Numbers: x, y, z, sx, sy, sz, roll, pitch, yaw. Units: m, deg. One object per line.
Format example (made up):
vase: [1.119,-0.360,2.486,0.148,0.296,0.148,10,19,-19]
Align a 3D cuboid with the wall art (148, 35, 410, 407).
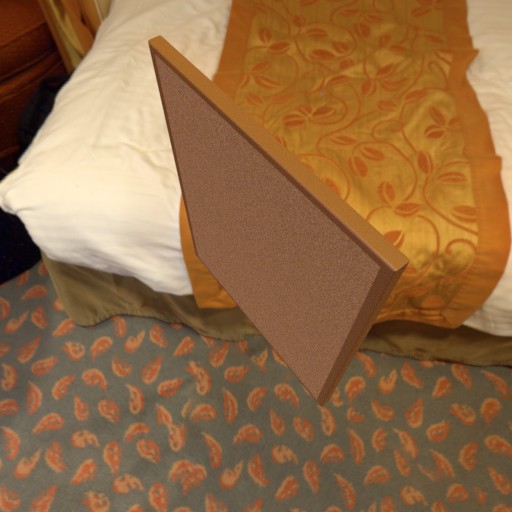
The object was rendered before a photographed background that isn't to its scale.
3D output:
wall art: [0.000,0.000,0.510,0.015,0.379,0.310,-33,64,-19]
